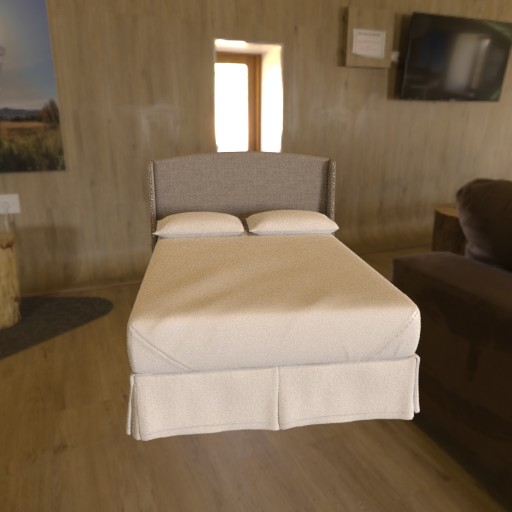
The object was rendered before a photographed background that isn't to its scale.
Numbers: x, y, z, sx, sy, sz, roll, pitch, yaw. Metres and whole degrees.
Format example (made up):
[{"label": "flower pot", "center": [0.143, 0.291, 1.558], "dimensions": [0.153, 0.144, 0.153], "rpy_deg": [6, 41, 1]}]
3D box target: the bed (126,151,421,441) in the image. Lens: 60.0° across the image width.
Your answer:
[{"label": "bed", "center": [0.000, 0.000, 3.293], "dimensions": [1.710, 1.407, 2.237], "rpy_deg": [-2, 16, -7]}]
